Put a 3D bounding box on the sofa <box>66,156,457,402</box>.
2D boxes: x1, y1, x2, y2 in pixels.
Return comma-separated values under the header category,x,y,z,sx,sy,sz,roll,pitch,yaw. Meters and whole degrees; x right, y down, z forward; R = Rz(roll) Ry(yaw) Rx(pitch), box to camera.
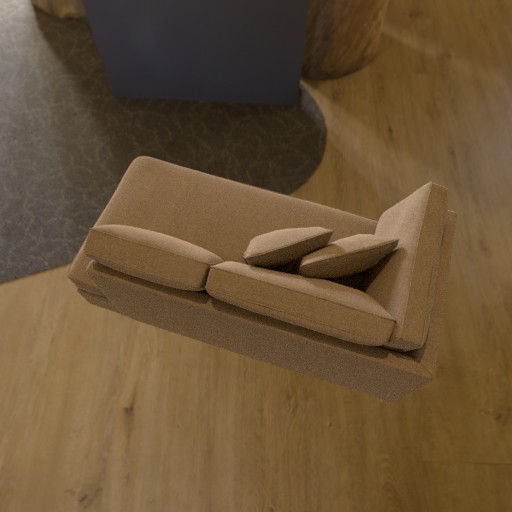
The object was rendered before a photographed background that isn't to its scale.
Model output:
category,x,y,z,sx,sy,sz,roll,pitch,yaw
sofa,0.000,0.000,2.883,2.238,1.019,1.110,16,65,8
